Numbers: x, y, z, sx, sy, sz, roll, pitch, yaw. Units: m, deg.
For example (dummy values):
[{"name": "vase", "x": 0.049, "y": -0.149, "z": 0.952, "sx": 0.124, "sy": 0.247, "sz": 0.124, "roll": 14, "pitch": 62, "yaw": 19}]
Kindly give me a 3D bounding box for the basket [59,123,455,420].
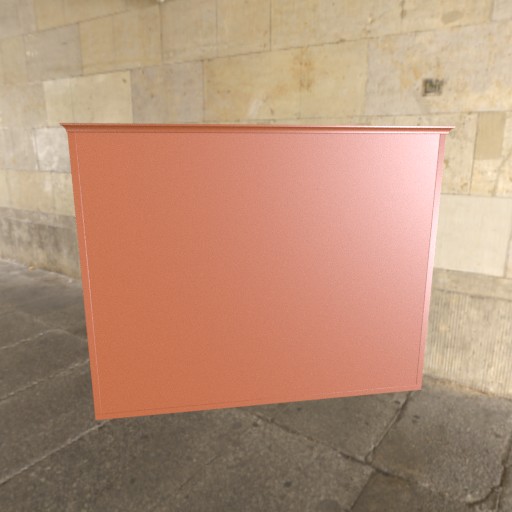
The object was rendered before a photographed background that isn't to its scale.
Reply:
[{"name": "basket", "x": 0.000, "y": 0.000, "z": 1.129, "sx": 0.792, "sy": 0.625, "sz": 0.376, "roll": -2, "pitch": 14, "yaw": -9}]
